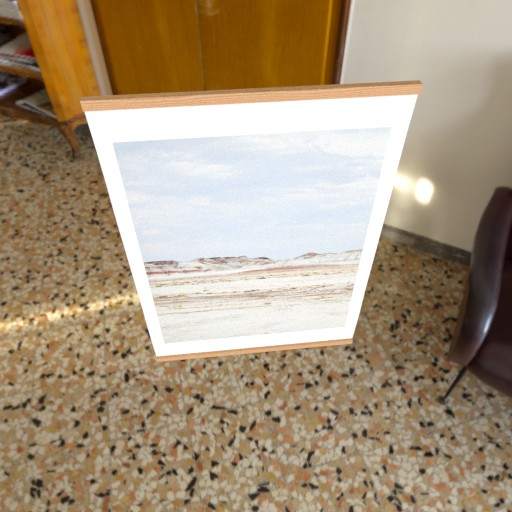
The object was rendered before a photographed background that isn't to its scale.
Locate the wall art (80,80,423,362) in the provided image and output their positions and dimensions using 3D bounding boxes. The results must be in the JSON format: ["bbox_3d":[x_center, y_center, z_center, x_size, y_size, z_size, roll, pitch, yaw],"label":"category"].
[{"bbox_3d":[0.000,0.000,1.318,0.739,1.016,0.020,-4,45,-4],"label":"wall art"}]
